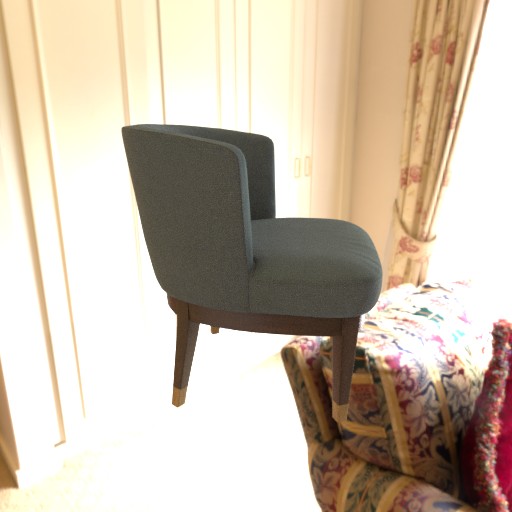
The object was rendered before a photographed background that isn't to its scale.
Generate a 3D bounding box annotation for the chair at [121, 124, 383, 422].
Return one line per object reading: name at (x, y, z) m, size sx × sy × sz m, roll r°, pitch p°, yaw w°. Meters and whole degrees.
chair at (0.000, 0.000, 1.331) m, size 0.702 × 0.760 × 0.661 m, roll 2°, pitch 17°, yaw 8°
